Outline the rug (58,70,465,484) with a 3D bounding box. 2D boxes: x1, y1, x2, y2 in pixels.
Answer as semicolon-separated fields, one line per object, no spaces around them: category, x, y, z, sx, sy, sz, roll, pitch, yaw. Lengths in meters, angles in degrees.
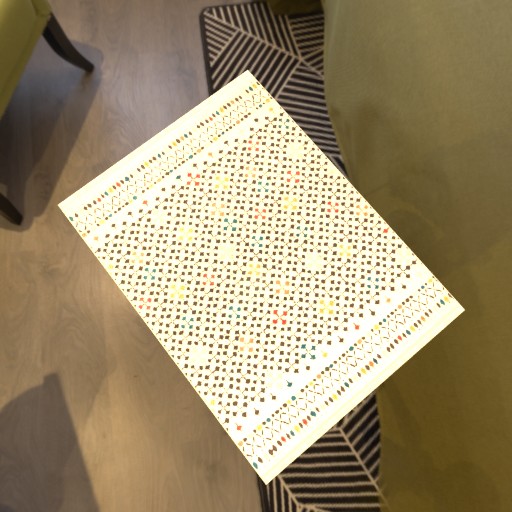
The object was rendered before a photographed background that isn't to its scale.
rug;0.000;0.000;2.037;1.146;0.006;1.556;-38;80;-8
